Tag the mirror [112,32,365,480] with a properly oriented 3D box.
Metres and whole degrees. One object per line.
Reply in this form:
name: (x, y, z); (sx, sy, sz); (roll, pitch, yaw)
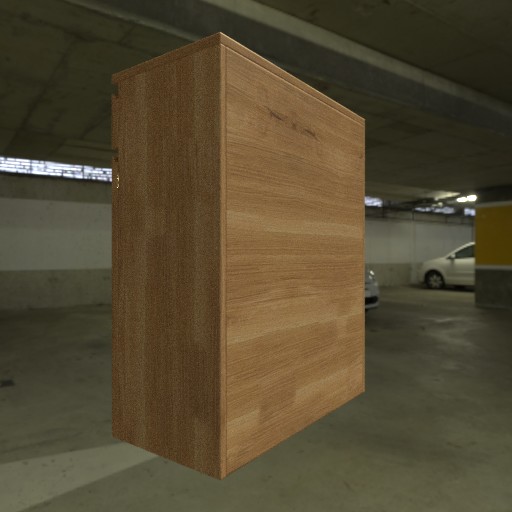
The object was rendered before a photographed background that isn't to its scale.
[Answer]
mirror: (0.000, 0.000, 1.426); (0.400, 1.000, 0.800); (0, 0, 37)
